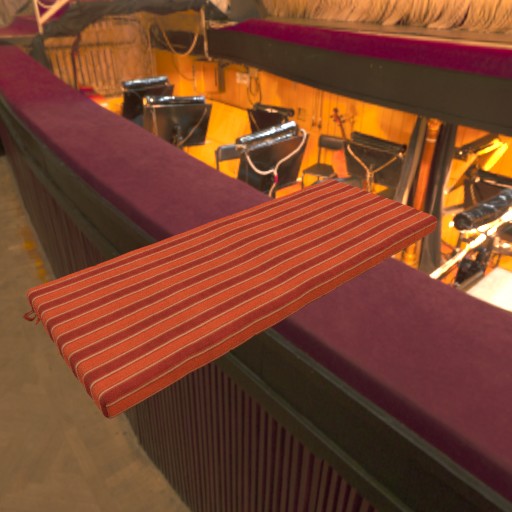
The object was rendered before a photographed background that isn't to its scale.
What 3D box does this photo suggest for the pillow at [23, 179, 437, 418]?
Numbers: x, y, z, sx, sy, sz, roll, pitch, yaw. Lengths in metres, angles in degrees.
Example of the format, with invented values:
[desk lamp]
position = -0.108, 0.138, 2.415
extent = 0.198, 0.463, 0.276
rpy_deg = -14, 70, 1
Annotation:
[pillow]
position = 0.000, 0.000, 1.282
extent = 1.187, 0.081, 0.492
rpy_deg = -24, 39, -34
